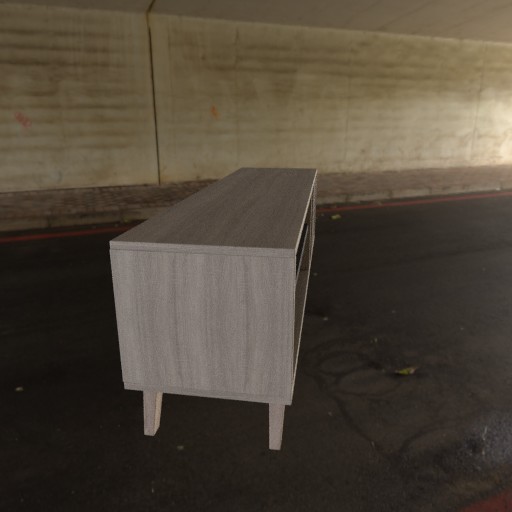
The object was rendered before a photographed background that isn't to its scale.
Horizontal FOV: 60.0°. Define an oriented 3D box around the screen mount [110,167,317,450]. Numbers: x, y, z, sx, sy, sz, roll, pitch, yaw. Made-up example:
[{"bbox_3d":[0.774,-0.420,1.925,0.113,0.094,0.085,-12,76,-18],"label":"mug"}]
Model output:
[{"bbox_3d":[0.000,0.000,1.697,0.401,0.509,1.500,3,17,9],"label":"screen mount"}]
